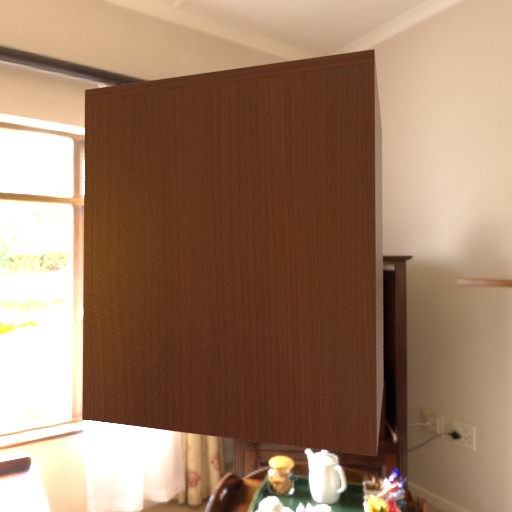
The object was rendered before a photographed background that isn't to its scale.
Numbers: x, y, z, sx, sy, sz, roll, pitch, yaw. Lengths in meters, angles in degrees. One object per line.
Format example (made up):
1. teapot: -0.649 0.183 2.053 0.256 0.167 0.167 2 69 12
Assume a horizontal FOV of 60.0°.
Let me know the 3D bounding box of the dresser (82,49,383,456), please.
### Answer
1. dresser: 0.000 0.000 0.740 0.400 0.470 0.360 0 -1 17
